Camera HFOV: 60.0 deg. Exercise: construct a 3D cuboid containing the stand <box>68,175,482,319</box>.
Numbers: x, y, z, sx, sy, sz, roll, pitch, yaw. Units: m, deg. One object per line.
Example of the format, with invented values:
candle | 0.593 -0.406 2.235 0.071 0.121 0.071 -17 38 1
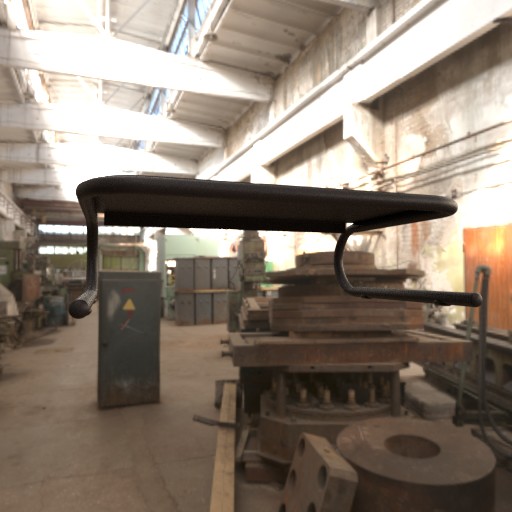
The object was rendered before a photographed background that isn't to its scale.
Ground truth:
stand | 0.000 0.000 0.501 0.370 0.108 0.280 1 -3 -18
